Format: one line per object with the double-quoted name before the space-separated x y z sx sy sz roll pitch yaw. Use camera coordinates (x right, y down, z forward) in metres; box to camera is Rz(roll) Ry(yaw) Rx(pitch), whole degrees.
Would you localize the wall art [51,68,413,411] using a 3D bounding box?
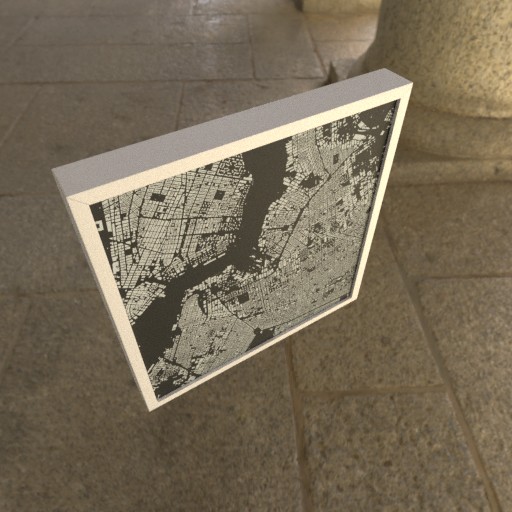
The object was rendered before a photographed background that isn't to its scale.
"wall art" 0.000 0.000 0.455 0.305 0.305 0.037 -24 51 -22
